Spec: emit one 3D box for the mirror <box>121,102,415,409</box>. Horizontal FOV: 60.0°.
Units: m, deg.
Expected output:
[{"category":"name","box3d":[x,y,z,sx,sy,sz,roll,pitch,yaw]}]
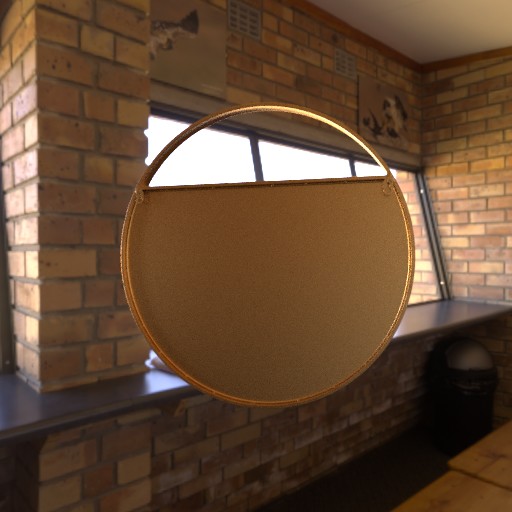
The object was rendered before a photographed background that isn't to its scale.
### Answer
[{"category":"mirror","box3d":[0.000,0.000,0.836,0.565,0.565,0.032,0,1,17]}]
